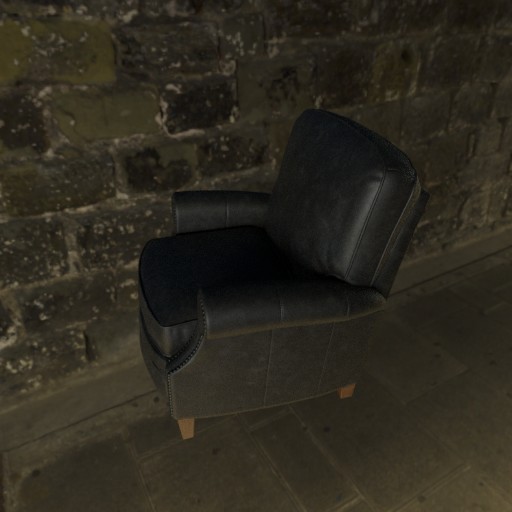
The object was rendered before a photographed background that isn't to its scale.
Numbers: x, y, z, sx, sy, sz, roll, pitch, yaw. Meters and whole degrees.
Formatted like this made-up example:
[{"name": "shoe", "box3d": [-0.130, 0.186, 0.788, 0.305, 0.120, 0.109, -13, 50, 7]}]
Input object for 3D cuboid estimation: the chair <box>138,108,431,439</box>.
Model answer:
[{"name": "chair", "box3d": [0.000, 0.000, 1.753, 0.986, 1.018, 0.936, -8, 32, -13]}]
